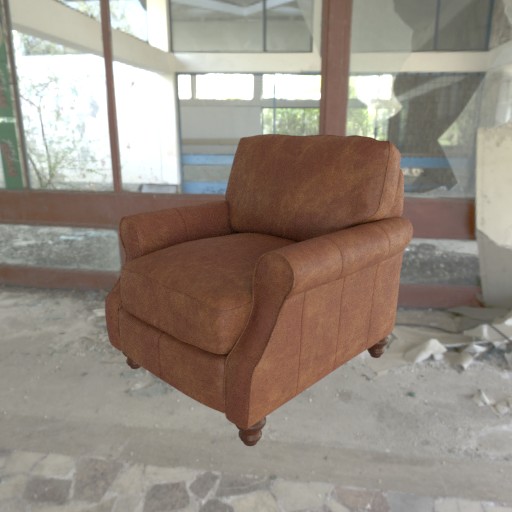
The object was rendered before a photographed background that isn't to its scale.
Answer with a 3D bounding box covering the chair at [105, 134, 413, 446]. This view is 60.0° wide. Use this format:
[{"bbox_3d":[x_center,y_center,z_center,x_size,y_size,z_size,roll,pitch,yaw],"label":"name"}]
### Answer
[{"bbox_3d":[0.000,0.000,1.818,0.983,0.962,0.986,15,21,42],"label":"chair"}]
